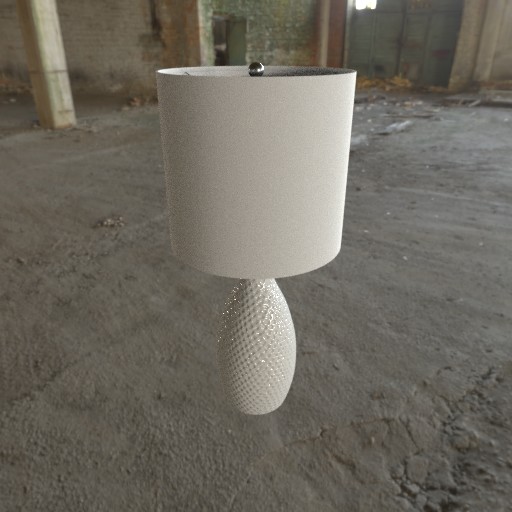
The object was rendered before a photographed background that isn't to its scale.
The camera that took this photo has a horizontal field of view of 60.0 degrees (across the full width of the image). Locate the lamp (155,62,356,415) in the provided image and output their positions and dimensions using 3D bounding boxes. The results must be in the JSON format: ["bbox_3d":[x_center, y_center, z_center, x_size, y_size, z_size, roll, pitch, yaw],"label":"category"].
[{"bbox_3d":[0.000,0.000,0.580,0.214,0.466,0.214,17,30,31],"label":"lamp"}]
